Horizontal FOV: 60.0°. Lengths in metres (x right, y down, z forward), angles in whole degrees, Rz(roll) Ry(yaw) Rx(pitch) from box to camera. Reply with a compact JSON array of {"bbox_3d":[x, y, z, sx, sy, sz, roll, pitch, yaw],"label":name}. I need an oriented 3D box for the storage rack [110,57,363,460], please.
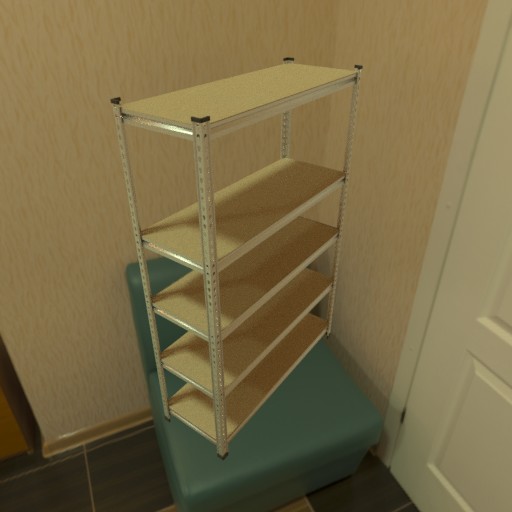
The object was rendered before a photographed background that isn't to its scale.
[{"bbox_3d":[0.000,0.000,2.432,0.457,1.829,1.219,21,38,30],"label":"storage rack"}]
